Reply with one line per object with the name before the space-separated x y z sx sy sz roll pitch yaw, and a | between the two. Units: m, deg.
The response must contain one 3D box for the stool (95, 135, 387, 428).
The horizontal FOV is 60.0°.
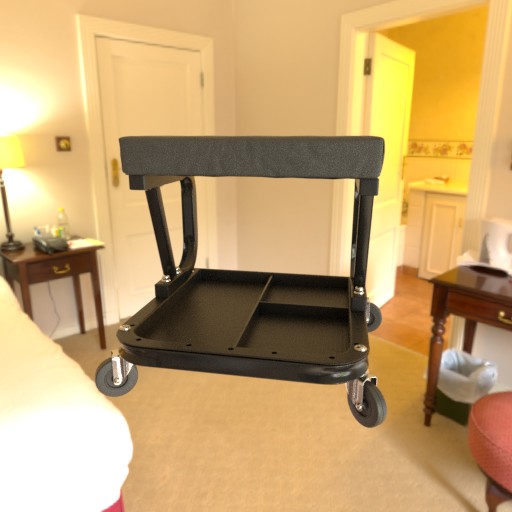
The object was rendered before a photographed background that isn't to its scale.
stool | 0.000 0.000 0.726 0.446 0.380 0.371 3 15 11
